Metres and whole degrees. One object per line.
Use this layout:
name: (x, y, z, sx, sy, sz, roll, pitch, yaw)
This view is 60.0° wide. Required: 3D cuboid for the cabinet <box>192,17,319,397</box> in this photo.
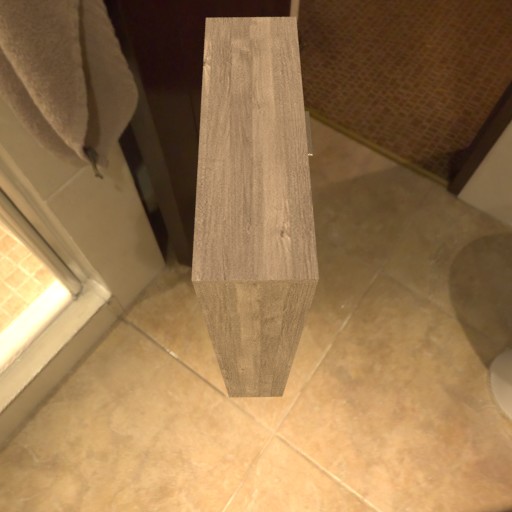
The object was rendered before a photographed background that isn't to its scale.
cabinet: (0.000, 0.000, 1.559, 0.250, 1.280, 0.750, -1, 63, 0)
